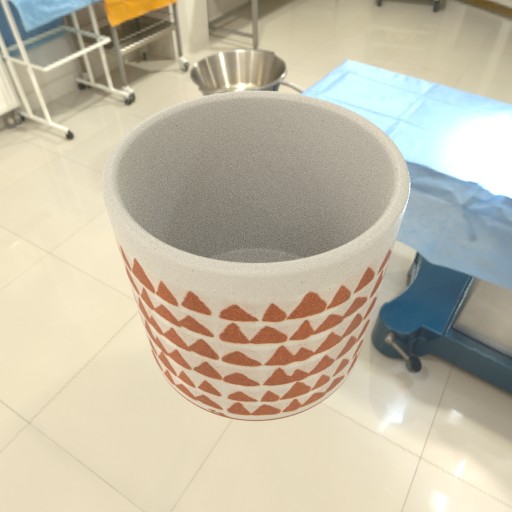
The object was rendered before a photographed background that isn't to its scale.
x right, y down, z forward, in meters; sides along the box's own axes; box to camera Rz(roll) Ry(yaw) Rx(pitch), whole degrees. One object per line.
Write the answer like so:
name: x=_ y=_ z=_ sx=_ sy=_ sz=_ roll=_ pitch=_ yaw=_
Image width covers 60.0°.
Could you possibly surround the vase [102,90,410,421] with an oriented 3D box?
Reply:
vase: x=0.000 y=0.000 z=0.246 sx=0.137 sy=0.127 sz=0.137 roll=0 pitch=46 yaw=0
